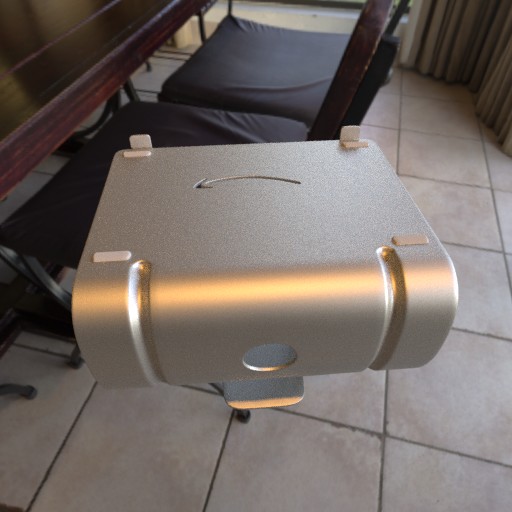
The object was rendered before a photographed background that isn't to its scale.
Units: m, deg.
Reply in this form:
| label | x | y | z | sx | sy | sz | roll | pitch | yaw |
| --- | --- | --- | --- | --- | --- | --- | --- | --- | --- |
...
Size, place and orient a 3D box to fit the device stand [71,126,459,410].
| label | x | y | z | sx | sy | sz | roll | pitch | yaw |
| --- | --- | --- | --- | --- | --- | --- | --- | --- | --- |
| device stand | 0.000 | 0.000 | 0.393 | 0.256 | 0.155 | 0.236 | -3 | 46 | -3 |
